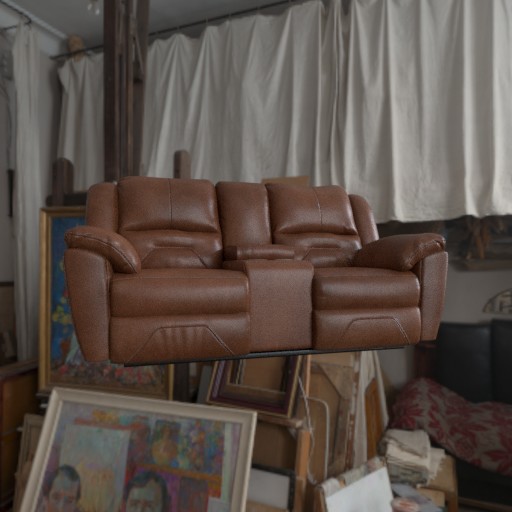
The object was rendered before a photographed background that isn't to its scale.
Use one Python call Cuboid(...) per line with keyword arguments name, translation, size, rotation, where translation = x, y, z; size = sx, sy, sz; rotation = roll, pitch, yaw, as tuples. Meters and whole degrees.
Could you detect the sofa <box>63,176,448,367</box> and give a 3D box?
Cuboid(name="sofa", translation=(0.000, 0.000, 2.669), size=(2.058, 1.043, 0.991), rotation=(0, -1, -17))
